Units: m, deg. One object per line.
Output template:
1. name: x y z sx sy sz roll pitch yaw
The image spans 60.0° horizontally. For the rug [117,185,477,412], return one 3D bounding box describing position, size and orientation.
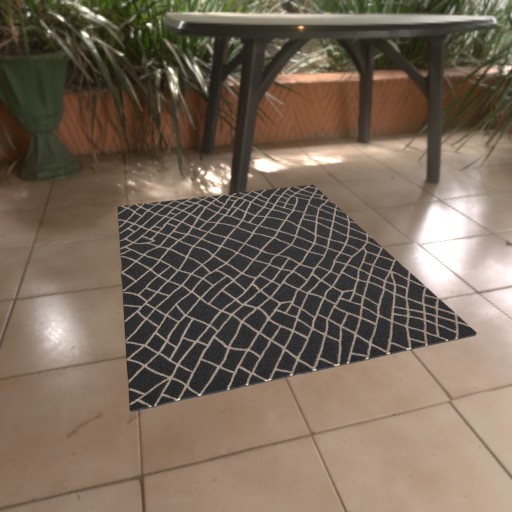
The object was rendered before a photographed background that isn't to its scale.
1. rug: 0.000 0.000 4.143 2.439 0.022 3.047 -8 31 -14
